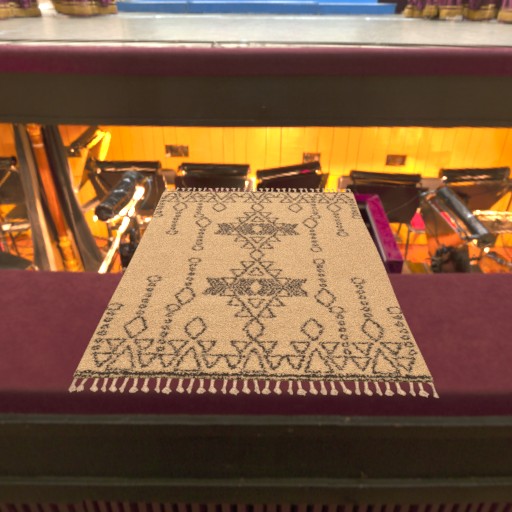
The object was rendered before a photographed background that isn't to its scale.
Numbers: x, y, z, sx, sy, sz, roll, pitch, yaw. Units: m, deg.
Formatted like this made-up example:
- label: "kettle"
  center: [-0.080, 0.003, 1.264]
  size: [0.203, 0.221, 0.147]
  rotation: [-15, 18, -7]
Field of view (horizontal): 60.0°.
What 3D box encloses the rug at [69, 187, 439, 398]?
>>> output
- label: "rug"
  center: [0.000, 0.000, 3.796]
  size: [2.125, 0.028, 3.027]
  rotation: [0, 31, 1]
